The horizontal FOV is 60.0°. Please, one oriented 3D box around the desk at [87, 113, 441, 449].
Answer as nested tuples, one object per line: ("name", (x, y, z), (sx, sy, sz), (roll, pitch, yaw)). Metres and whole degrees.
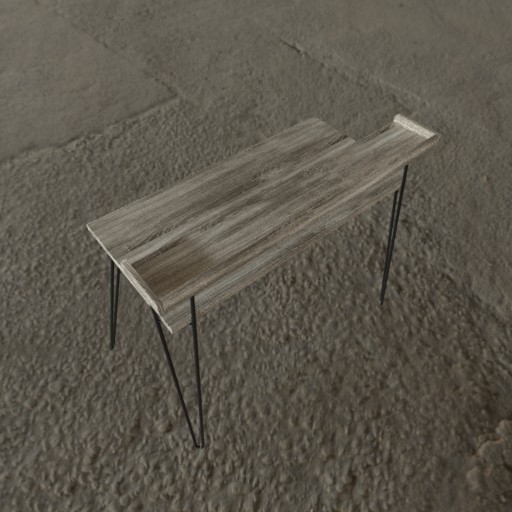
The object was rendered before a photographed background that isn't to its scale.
("desk", (0.000, 0.000, 1.647), (1.135, 0.899, 0.605), (-32, 56, -25))
